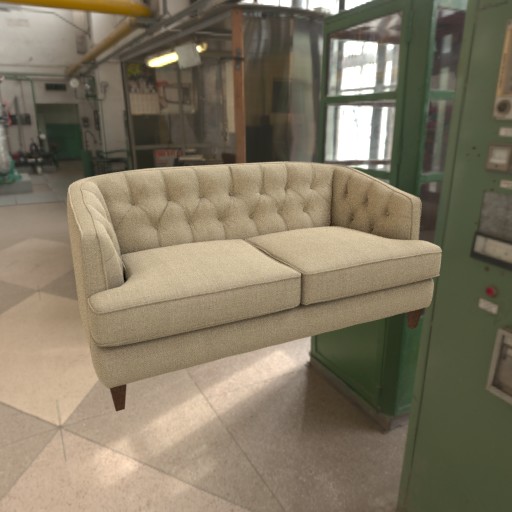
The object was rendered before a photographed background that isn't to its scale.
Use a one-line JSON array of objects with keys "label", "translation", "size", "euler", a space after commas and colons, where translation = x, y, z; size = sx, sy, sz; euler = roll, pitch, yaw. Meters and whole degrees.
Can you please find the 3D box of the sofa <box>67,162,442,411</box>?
[{"label": "sofa", "translation": [0.000, 0.000, 2.288], "size": [1.733, 0.855, 0.941], "euler": [-9, 19, -25]}]
